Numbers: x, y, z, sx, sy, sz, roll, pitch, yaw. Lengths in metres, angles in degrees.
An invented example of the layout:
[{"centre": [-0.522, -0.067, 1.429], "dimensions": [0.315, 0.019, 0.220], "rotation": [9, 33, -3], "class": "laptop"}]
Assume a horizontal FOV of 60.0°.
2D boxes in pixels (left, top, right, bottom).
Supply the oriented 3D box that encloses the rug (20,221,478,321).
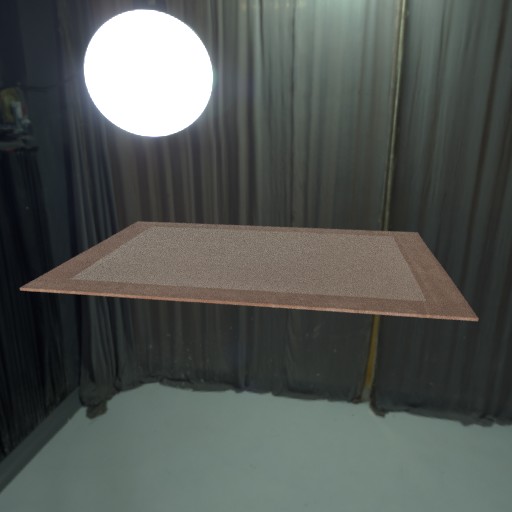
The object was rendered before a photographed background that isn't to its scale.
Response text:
[{"centre": [0.000, 0.000, 2.308], "dimensions": [1.829, 0.014, 1.219], "rotation": [3, 18, 9], "class": "rug"}]
